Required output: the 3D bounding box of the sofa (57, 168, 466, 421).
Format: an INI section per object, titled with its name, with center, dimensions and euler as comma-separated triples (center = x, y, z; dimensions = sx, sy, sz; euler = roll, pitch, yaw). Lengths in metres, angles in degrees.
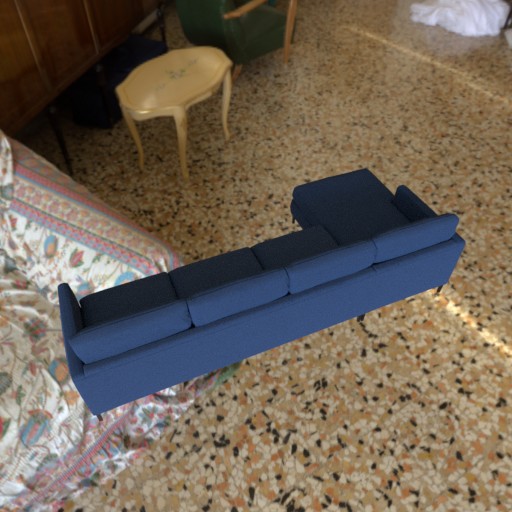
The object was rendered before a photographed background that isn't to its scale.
[sofa]
center = 0.000, 0.000, 2.918
dimensions = 2.450, 0.679, 1.128
euler = -17, 48, -16
